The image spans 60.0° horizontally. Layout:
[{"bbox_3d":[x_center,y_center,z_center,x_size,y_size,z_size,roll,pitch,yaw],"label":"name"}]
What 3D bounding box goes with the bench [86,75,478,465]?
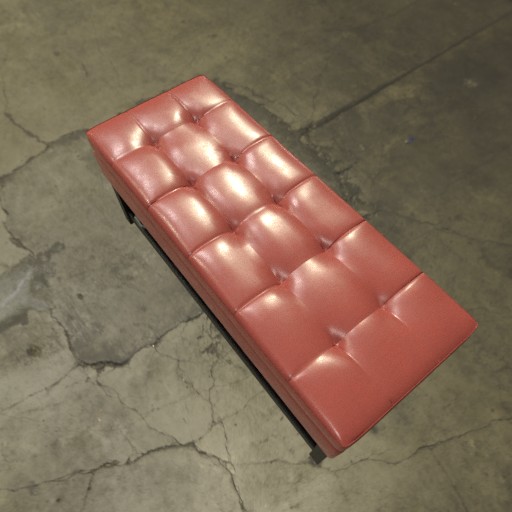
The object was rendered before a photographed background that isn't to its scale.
[{"bbox_3d":[0.000,0.000,1.325,0.432,0.460,1.105,-34,65,-18],"label":"bench"}]
